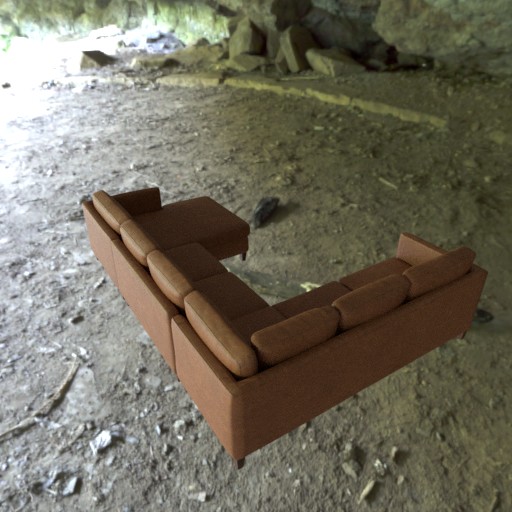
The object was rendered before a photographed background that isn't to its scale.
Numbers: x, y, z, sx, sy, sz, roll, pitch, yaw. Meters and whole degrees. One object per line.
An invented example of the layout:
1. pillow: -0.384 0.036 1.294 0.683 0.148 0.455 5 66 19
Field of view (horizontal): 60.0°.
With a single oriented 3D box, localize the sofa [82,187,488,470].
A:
1. sofa: 0.000 0.000 4.566 2.593 0.923 3.460 -18 35 -28
